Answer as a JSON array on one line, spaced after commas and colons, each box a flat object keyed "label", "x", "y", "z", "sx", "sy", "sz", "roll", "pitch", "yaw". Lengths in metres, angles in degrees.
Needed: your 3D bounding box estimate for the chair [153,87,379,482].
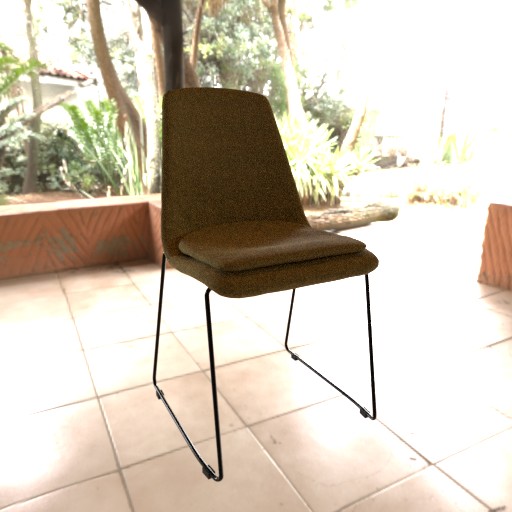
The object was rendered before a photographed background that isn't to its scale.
[{"label": "chair", "x": 0.000, "y": 0.000, "z": 1.137, "sx": 0.479, "sy": 0.849, "sz": 0.496, "roll": -8, "pitch": 18, "yaw": -27}]
